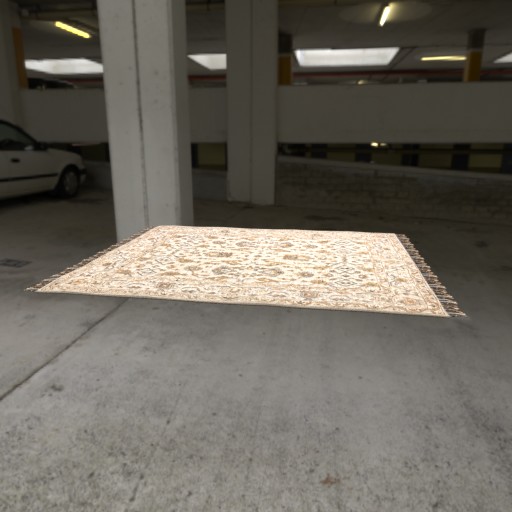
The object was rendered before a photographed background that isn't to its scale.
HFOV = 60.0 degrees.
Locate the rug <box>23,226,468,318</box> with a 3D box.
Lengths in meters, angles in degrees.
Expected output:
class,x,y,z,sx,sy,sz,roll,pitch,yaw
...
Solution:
class,x,y,z,sx,sy,sz,roll,pitch,yaw
rug,0.000,0.000,4.127,3.061,0.034,2.426,2,16,9
